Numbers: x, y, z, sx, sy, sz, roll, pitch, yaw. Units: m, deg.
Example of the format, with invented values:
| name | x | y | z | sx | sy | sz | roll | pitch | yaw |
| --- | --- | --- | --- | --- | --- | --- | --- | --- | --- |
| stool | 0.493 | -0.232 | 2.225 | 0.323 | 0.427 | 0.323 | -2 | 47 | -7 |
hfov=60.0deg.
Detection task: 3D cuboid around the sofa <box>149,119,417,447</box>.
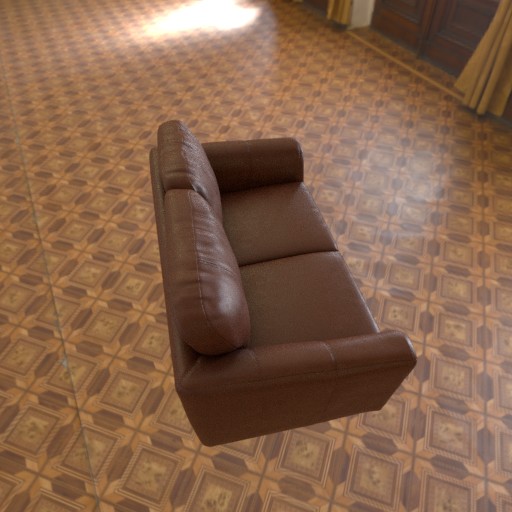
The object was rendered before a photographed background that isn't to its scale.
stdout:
| name | x | y | z | sx | sy | sz | roll | pitch | yaw |
| --- | --- | --- | --- | --- | --- | --- | --- | --- | --- |
| sofa | 0.000 | 0.000 | 1.953 | 0.805 | 0.906 | 1.406 | -10 | 47 | -9 |
